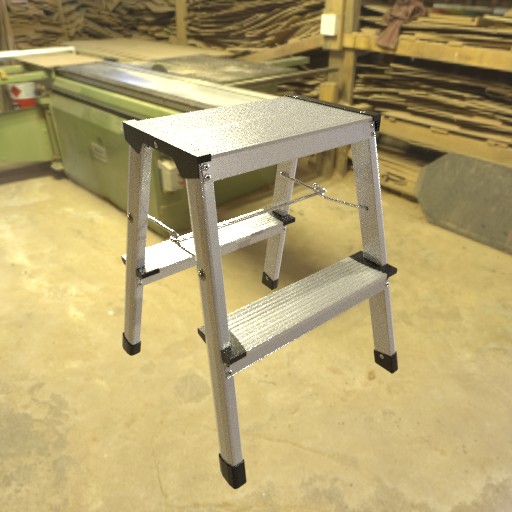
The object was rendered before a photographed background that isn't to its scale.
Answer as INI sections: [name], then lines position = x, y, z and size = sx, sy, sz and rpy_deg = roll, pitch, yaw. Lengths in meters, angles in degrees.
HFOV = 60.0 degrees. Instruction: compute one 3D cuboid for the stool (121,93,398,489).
[stool]
position = 0.000, 0.000, 0.781
size = 0.404, 0.480, 0.405
rpy_deg = -22, 37, -32
